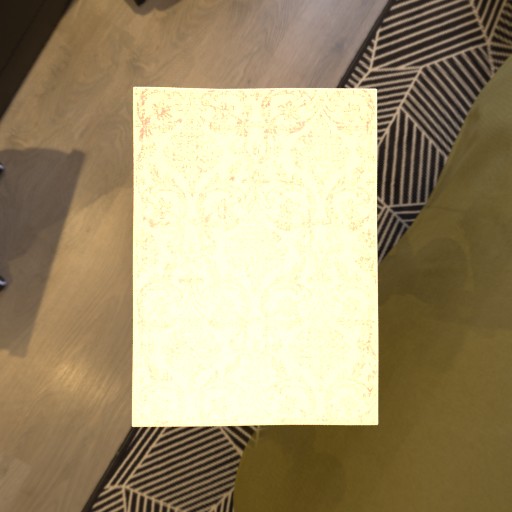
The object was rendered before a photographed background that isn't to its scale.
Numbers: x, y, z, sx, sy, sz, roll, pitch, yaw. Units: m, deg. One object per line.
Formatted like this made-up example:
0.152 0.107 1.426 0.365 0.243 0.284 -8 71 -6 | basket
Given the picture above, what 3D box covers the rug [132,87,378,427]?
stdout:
0.000 0.000 2.890 1.598 0.014 2.202 0 89 -1 | rug
